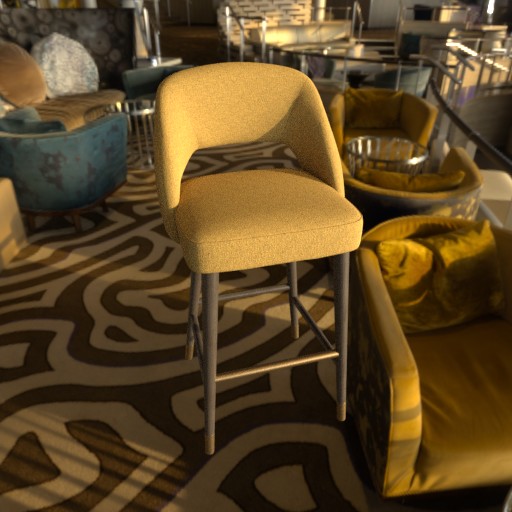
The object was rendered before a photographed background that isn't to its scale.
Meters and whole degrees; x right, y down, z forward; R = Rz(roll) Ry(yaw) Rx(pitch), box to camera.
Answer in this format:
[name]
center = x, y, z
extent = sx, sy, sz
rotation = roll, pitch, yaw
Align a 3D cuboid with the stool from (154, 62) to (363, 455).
[stool]
center = 0.000, 0.000, 1.348
extent = 0.536, 1.032, 0.522
rotation = -8, 32, -14
